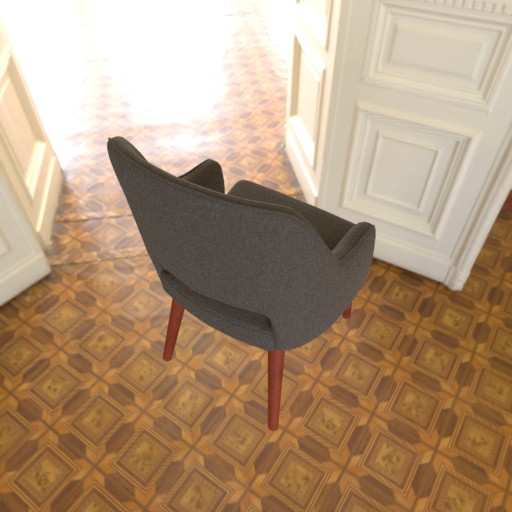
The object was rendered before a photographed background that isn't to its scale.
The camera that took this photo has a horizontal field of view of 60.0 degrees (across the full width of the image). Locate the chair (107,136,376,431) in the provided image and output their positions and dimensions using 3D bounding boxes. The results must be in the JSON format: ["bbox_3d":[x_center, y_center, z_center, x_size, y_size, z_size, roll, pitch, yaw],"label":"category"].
[{"bbox_3d":[0.000,0.000,1.214,0.559,0.838,0.560,26,52,23],"label":"chair"}]
